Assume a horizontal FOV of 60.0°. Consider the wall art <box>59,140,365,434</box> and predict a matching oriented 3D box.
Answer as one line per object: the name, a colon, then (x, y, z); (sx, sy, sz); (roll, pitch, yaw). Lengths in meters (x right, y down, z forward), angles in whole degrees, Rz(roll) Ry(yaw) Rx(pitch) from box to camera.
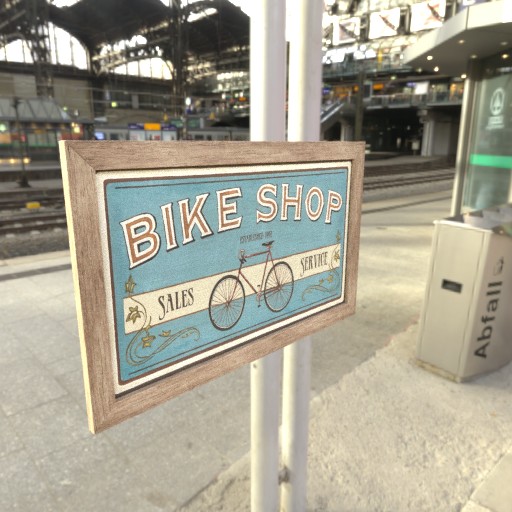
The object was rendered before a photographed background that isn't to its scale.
wall art: (0.000, 0.000, 0.958); (0.780, 0.480, 0.021); (-14, 20, -43)
